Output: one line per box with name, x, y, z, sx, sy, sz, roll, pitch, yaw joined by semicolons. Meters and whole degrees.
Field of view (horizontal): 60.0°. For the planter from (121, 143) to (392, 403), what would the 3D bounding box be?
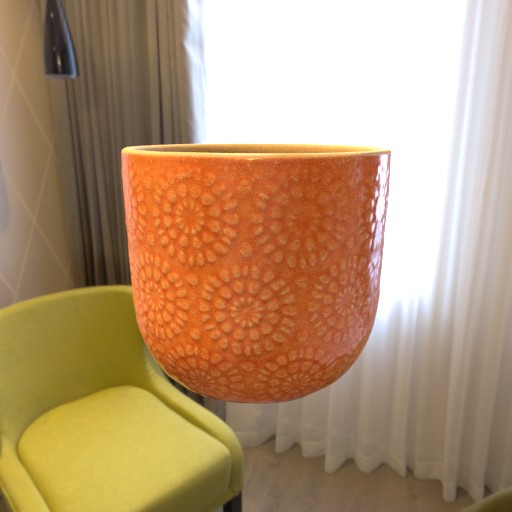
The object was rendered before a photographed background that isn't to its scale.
planter;0.000;0.000;0.302;0.170;0.152;0.170;0;16;0
